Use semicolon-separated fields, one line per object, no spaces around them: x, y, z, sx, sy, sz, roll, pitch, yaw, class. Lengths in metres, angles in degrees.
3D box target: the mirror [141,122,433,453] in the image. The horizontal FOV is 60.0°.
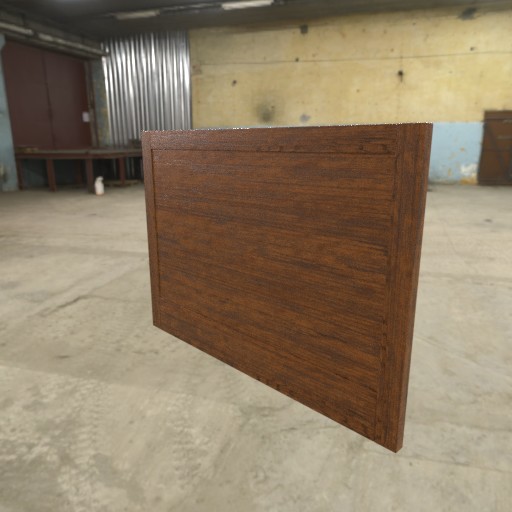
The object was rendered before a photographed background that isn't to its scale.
0.000;0.000;0.971;0.084;0.537;0.758;-14;20;-43;mirror
